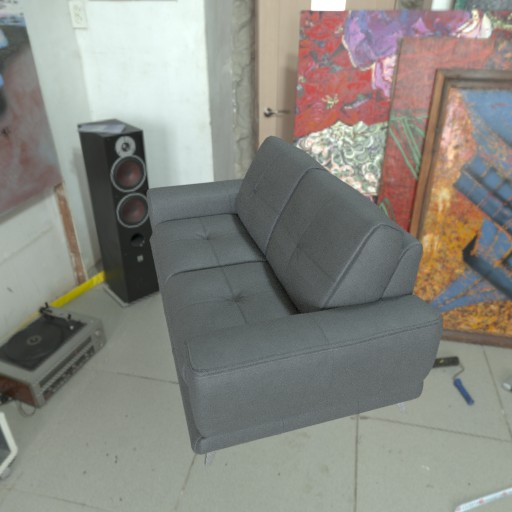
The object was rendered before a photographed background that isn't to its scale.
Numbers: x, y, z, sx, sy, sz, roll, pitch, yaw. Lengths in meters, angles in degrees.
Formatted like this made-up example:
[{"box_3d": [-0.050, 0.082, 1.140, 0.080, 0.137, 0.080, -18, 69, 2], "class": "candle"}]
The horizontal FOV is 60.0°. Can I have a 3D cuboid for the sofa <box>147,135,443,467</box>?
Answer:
[{"box_3d": [0.000, 0.000, 2.347, 1.018, 0.907, 1.806, -9, 31, -15], "class": "sofa"}]
